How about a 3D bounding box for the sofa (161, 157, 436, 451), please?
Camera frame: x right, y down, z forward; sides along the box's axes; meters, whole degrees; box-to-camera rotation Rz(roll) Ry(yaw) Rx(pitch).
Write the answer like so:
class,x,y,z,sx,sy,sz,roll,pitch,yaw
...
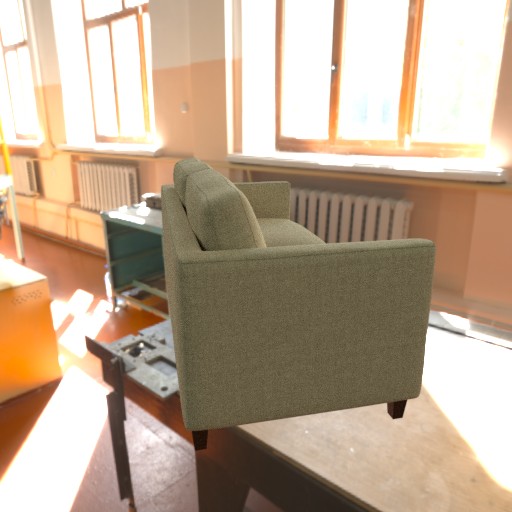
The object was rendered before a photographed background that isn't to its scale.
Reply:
class,x,y,z,sx,sy,sz,roll,pitch,yaw
sofa,0.000,0.000,2.405,0.950,0.963,1.884,-4,17,-13
